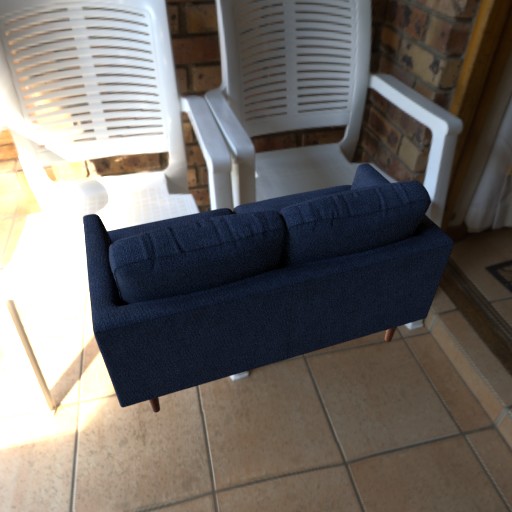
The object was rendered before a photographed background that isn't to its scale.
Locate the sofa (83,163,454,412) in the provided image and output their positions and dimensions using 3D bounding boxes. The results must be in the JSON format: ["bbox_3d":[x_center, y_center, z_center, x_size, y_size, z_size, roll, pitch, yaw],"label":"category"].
[{"bbox_3d":[0.000,0.000,2.217,1.582,0.944,0.903,-13,42,-14],"label":"sofa"}]
